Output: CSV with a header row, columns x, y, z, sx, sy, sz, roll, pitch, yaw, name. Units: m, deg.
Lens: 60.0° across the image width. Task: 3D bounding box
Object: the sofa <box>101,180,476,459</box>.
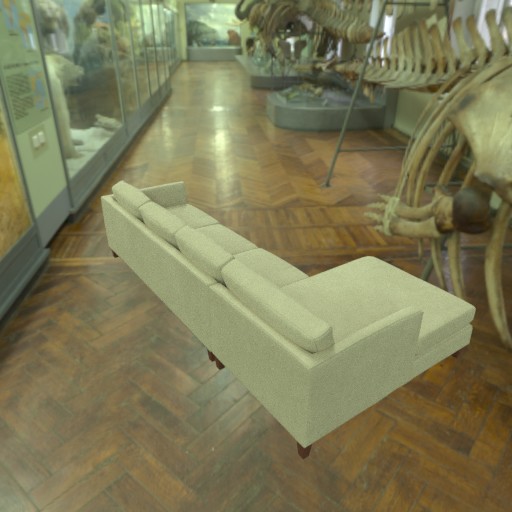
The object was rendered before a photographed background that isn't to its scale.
x,y,z,sx,sy,sz,roll,pitch,yaw,name
0.000,0.000,3.870,1.625,0.846,3.186,-18,32,-31,sofa
